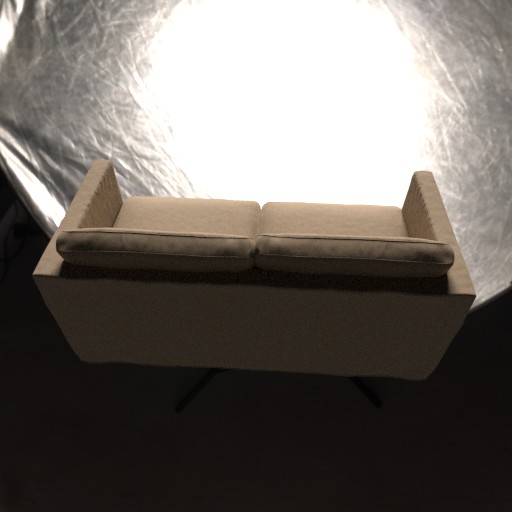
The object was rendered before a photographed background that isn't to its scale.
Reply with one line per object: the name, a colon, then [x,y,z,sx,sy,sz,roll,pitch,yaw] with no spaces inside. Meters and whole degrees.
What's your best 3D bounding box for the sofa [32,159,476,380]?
sofa: [0.000,0.000,2.455,1.987,0.847,0.956,2,46,2]
